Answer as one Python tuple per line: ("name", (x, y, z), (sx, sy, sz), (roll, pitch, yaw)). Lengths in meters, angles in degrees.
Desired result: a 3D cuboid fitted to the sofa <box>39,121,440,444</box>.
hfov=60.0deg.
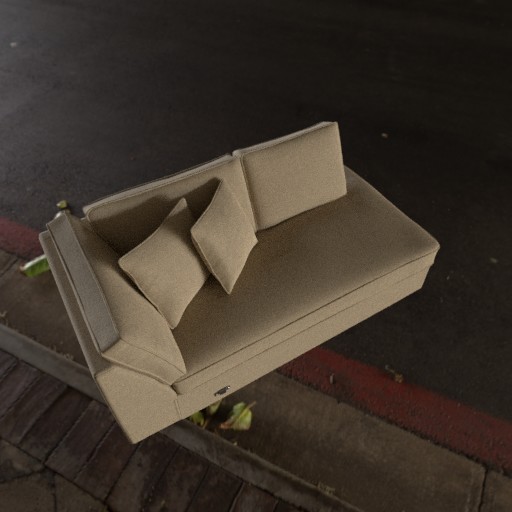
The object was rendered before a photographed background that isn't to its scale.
("sofa", (0.000, 0.000, 2.801), (2.237, 1.033, 1.110), (-24, 51, -21))
